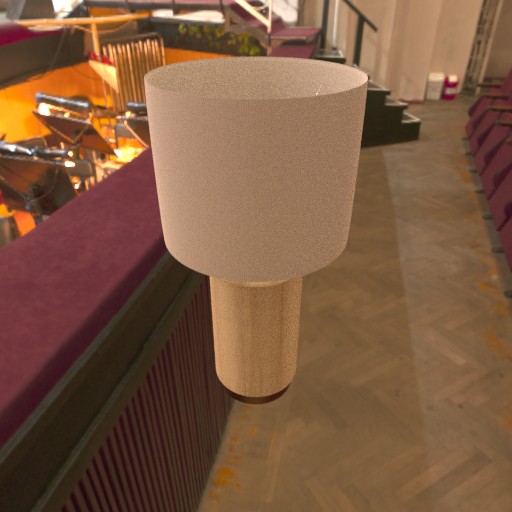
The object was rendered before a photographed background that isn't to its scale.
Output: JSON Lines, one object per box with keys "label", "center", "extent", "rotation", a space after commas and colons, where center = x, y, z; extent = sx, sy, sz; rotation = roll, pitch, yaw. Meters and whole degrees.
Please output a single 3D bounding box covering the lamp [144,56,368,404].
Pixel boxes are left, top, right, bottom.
{"label": "lamp", "center": [0.000, 0.000, 0.575], "extent": [0.228, 0.444, 0.228], "rotation": [9, 34, 15]}
